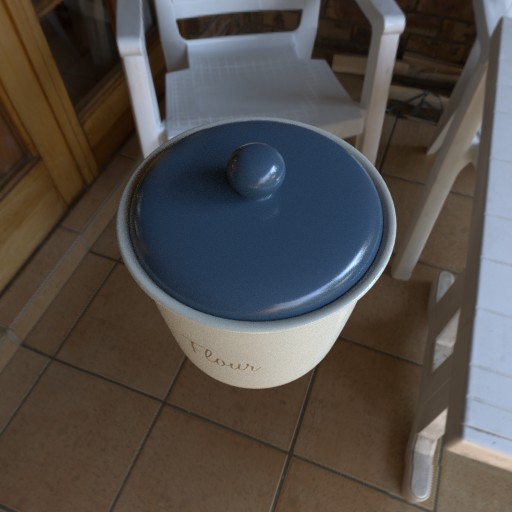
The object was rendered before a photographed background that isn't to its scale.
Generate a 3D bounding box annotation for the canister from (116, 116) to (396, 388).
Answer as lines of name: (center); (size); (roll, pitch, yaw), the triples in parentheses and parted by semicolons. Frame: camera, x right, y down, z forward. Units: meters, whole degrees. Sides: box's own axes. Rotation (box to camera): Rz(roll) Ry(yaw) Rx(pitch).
canister: (0.000, 0.000, 0.339); (0.182, 0.208, 0.182); (0, 55, 0)
